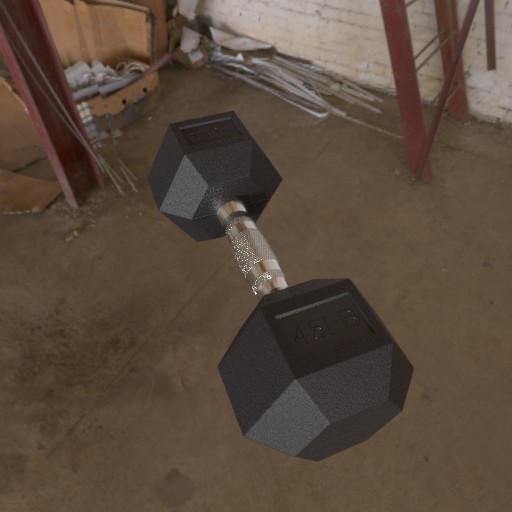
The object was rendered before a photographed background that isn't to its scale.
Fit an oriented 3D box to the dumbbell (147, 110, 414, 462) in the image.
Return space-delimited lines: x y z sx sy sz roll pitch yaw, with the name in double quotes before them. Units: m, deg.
"dumbbell" 0.000 0.000 0.420 0.141 0.123 0.356 -17 51 -14
